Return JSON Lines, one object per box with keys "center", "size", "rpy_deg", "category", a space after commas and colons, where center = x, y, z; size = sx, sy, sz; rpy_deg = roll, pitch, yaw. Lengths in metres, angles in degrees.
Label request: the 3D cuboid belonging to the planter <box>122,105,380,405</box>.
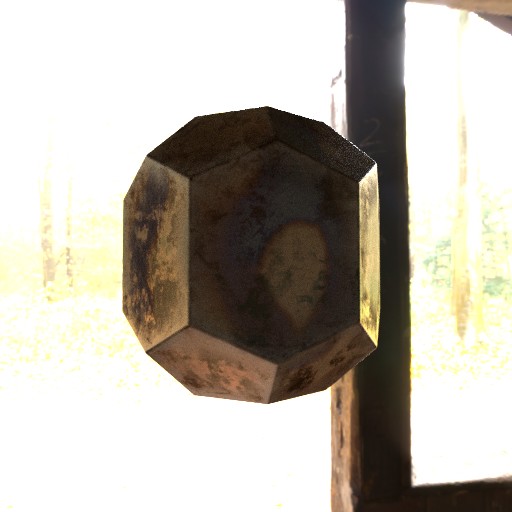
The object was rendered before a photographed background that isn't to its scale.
{"center": [0.000, 0.000, 0.417], "size": [0.221, 0.238, 0.243], "rpy_deg": [1, -2, -38], "category": "planter"}
